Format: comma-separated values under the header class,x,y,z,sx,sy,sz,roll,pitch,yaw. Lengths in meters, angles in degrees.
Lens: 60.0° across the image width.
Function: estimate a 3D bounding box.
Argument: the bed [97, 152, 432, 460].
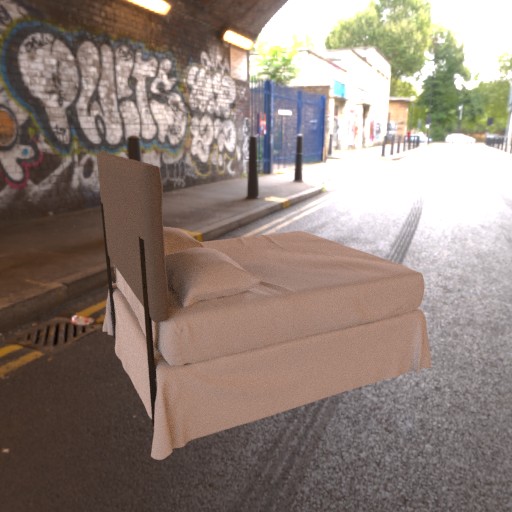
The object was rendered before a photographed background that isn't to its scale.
class,x,y,z,sx,sy,sz,roll,pitch,yaw
bed,0.000,0.000,3.506,2.222,1.577,1.936,-8,17,-26
